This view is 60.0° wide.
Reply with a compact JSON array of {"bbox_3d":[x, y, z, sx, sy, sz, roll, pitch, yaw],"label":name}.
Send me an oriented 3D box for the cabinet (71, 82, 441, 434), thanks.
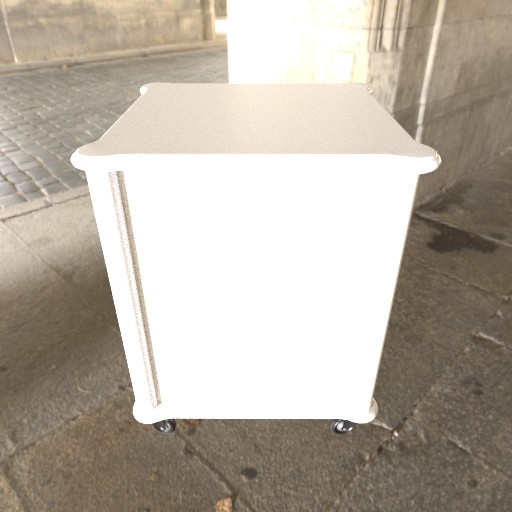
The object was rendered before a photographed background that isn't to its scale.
[{"bbox_3d":[0.000,0.000,1.178,0.627,0.761,0.628,0,32,0],"label":"cabinet"}]
